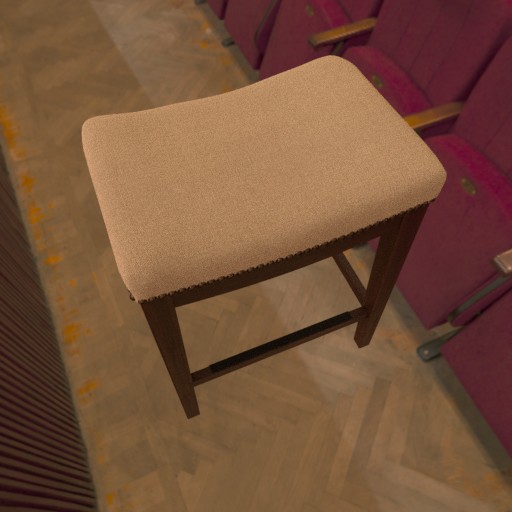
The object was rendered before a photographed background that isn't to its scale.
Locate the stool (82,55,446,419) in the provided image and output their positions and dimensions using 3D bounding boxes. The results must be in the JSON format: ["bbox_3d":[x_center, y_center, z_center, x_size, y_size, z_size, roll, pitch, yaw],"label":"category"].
[{"bbox_3d":[0.000,0.000,0.950,0.509,0.669,0.363,-19,59,-12],"label":"stool"}]
